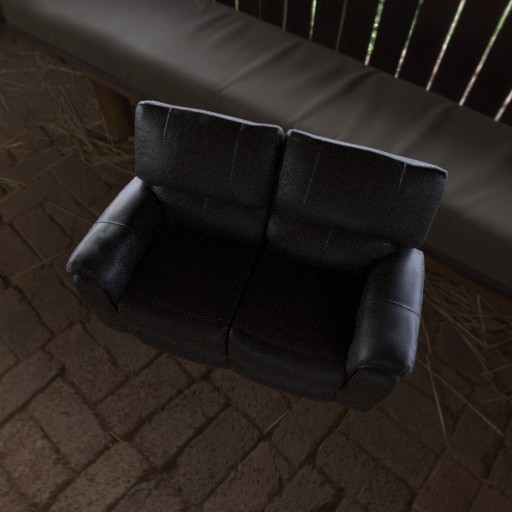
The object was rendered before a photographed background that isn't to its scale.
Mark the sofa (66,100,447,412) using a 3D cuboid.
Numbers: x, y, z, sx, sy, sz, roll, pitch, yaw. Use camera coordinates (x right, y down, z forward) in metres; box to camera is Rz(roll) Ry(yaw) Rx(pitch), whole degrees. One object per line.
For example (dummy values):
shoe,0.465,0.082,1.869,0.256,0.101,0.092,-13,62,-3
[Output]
sofa,0.000,0.000,2.443,1.765,1.111,1.104,16,59,10
